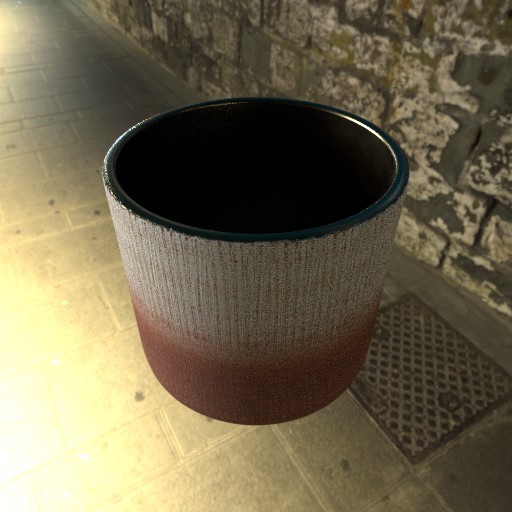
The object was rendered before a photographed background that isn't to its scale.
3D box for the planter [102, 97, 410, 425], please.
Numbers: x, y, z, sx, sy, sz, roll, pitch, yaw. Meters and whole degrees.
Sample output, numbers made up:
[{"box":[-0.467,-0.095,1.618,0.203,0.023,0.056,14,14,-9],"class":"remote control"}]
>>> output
[{"box":[0.000,0.000,0.385,0.221,0.201,0.221,0,40,0],"class":"planter"}]
